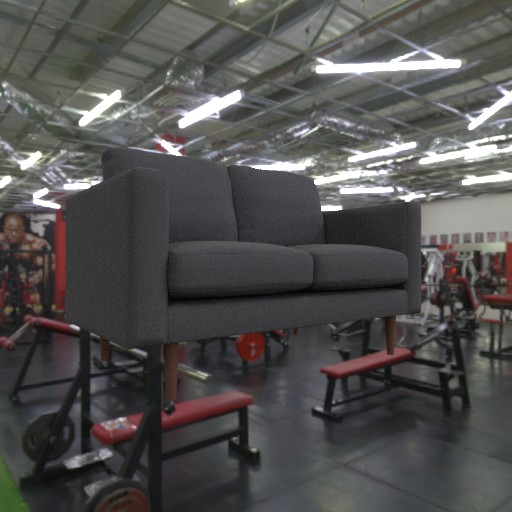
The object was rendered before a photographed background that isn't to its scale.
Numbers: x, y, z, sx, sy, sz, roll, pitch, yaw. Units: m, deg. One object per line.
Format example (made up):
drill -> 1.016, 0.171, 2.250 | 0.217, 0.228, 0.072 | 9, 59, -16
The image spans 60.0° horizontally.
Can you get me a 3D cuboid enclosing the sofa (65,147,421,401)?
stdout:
sofa -> 0.000, 0.000, 1.968 | 1.430, 0.908, 0.796 | 0, 0, -36
